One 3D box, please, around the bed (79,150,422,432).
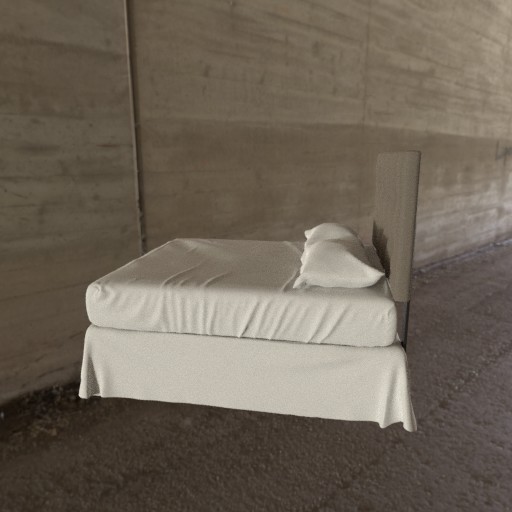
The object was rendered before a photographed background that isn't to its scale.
[{"bbox_3d":[0.000,0.000,3.427,2.222,1.577,1.936,2,13,10],"label":"bed"}]
